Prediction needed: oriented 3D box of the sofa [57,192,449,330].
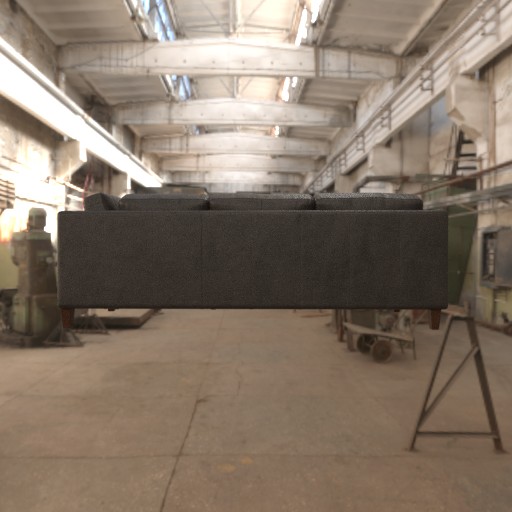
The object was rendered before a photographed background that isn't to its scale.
[{"bbox_3d":[0.000,0.000,4.415,2.452,0.891,3.324,0,1,1],"label":"sofa"}]
